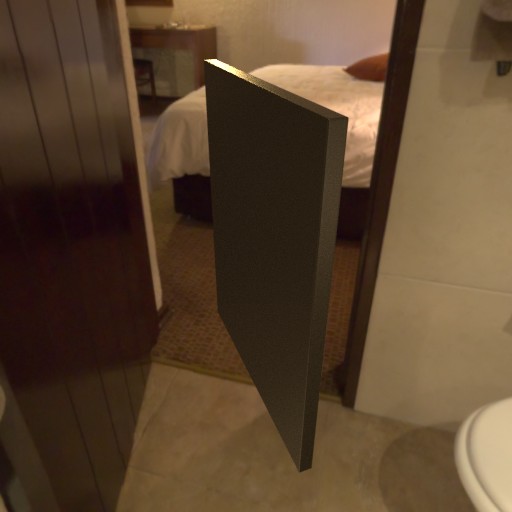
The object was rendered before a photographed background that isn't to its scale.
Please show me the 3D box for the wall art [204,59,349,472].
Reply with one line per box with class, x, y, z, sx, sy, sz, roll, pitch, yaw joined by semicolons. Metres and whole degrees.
wall art;0.000;0.000;1.598;0.053;1.194;0.950;-11;33;-18
